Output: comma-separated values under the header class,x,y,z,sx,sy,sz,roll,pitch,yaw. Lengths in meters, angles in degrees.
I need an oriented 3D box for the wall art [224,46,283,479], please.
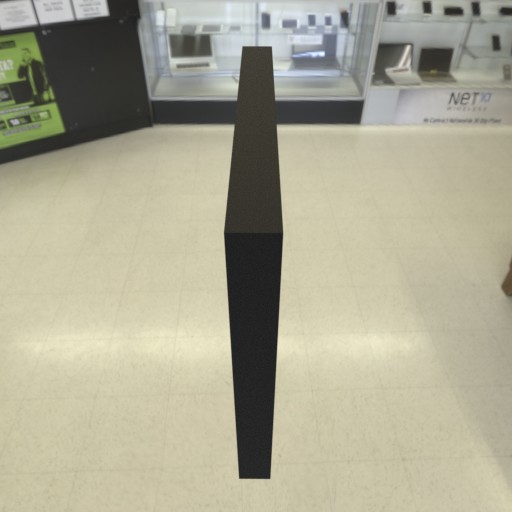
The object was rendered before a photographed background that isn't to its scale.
class,x,y,z,sx,sy,sz,roll,pitch,yaw
wall art,0.000,0.000,0.443,0.030,0.305,0.308,0,42,0
